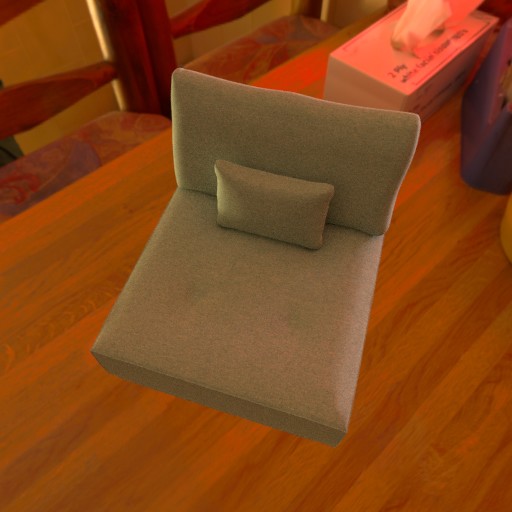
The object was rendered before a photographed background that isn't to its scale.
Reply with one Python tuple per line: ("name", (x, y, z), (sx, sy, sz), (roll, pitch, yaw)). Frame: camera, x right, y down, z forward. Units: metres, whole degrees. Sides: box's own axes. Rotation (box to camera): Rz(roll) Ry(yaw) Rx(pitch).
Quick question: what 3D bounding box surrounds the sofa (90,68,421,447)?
("sofa", (0.000, 0.000, 1.668), (0.930, 0.820, 1.000), (15, 59, 9))
